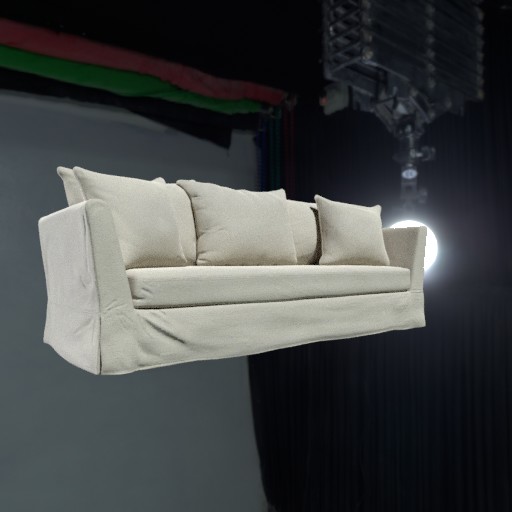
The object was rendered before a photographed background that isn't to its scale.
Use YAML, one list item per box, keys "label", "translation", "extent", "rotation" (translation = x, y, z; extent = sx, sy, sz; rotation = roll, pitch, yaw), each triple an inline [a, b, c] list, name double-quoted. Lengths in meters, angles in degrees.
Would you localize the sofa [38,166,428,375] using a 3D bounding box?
- label: "sofa"
  translation: [0.000, 0.000, 2.972]
  extent: [2.499, 1.047, 1.046]
  rotation: [0, -1, -37]
